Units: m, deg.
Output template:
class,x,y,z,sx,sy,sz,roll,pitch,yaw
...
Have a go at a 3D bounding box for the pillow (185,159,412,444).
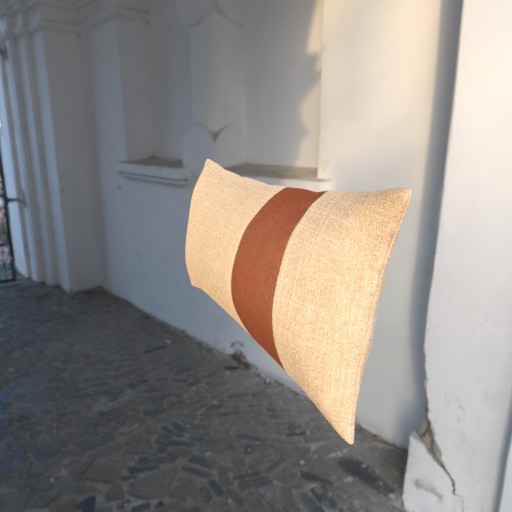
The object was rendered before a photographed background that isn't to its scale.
class,x,y,z,sx,sy,sz,roll,pitch,yaw
pillow,0.000,0.000,0.726,0.155,0.282,0.612,-7,17,-24
